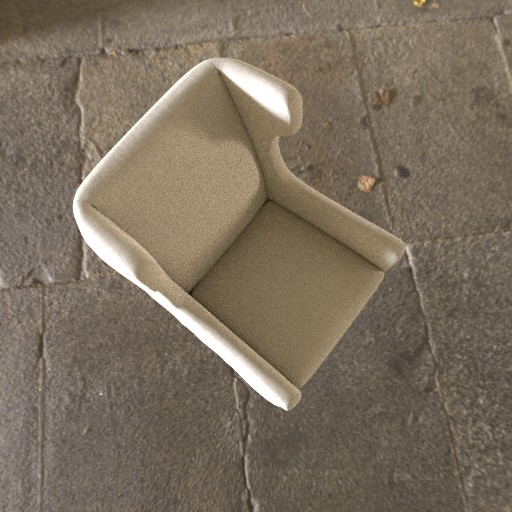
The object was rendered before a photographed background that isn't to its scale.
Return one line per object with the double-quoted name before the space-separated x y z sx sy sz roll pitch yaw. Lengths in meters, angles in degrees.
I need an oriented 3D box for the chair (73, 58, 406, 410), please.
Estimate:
"chair" 0.000 0.000 1.695 0.899 1.079 0.778 37 78 9
